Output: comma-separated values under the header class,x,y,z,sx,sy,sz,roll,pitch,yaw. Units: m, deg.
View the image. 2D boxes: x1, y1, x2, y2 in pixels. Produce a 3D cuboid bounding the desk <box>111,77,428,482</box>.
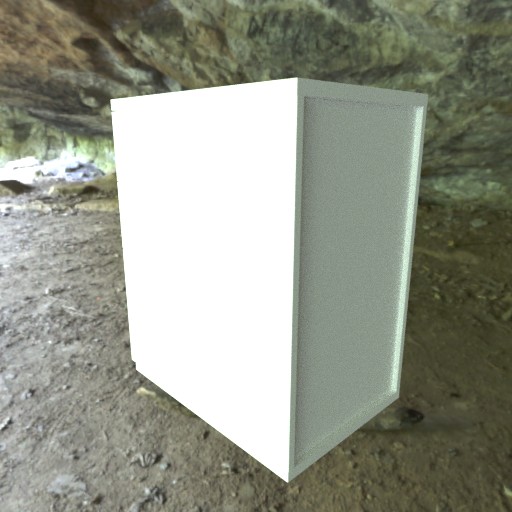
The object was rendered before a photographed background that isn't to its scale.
class,x,y,z,sx,sy,sz,roll,pitch,yaw
desk,0.000,0.000,1.079,0.404,0.730,0.600,-14,21,-41
